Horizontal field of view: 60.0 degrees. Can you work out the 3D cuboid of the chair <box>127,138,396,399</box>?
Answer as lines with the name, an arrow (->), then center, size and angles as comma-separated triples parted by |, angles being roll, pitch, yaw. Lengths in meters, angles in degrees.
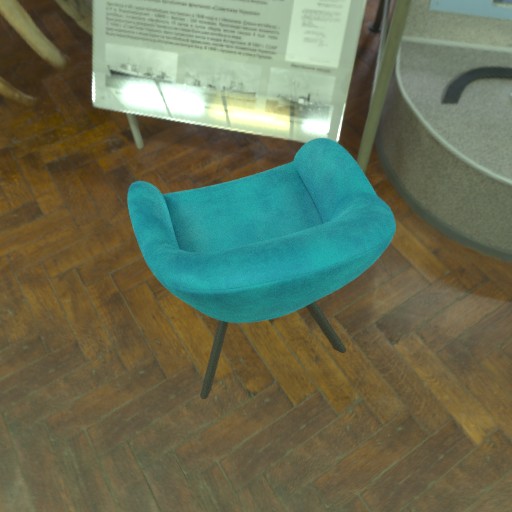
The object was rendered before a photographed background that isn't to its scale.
chair -> 0.000, 0.000, 1.174 | 0.550, 0.795, 0.590 | -16, 59, -10
